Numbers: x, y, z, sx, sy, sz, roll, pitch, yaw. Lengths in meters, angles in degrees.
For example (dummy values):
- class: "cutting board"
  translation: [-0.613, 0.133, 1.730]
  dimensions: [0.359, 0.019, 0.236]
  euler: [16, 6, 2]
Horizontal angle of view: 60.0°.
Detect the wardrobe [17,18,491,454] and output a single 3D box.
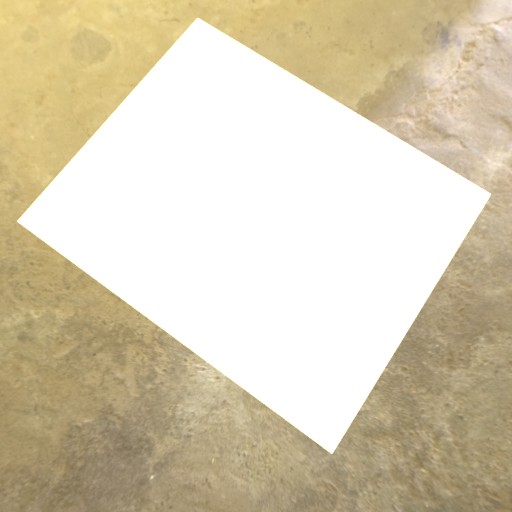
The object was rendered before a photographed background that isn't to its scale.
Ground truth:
- class: "wardrobe"
  translation: [0.000, 0.000, 0.848]
  dimensions: [0.500, 0.520, 0.400]
  euler: [34, 78, 8]
